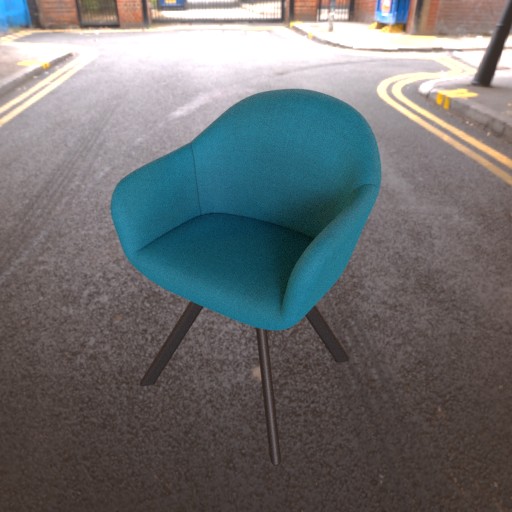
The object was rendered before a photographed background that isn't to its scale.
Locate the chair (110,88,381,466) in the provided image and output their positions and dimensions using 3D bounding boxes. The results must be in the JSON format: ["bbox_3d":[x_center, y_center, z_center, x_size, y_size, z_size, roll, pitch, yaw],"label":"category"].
[{"bbox_3d":[0.000,0.000,1.215,0.590,0.795,0.550,19,36,28],"label":"chair"}]
